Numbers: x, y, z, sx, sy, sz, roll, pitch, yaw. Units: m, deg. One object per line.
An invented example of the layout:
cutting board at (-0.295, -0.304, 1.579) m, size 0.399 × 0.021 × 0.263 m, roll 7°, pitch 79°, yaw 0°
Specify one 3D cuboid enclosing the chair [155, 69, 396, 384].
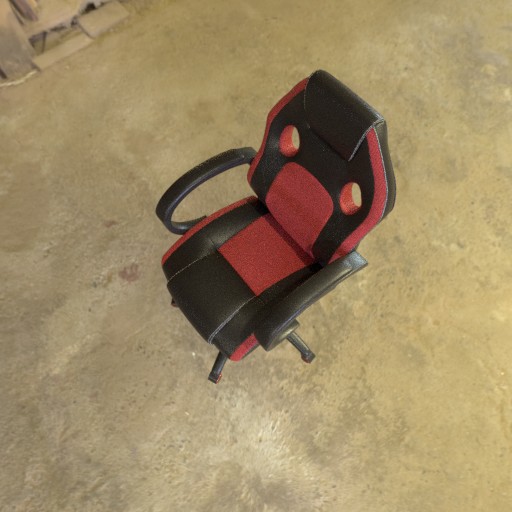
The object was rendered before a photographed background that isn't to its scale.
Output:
chair at (0.000, 0.000, 1.711) m, size 0.783 × 1.189 × 0.750 m, roll -35°, pitch 68°, yaw -16°
